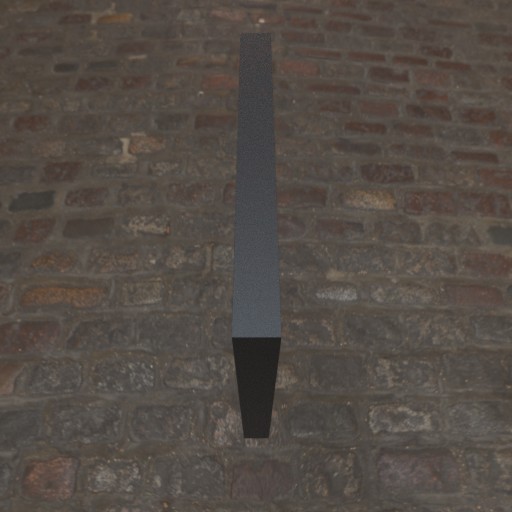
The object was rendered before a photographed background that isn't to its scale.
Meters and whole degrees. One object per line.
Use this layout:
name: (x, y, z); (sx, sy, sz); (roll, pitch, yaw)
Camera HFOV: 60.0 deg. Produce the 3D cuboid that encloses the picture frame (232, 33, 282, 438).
picture frame: (0.000, 0.000, 0.484); (0.030, 0.317, 0.317); (0, 58, 0)
